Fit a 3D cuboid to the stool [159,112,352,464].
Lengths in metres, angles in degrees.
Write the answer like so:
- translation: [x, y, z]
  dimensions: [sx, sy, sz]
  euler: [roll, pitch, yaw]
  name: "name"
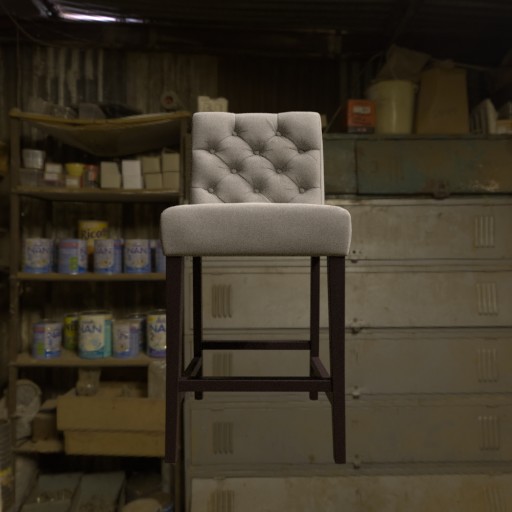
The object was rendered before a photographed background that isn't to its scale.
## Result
- translation: [0.000, 0.000, 1.388]
  dimensions: [0.493, 1.040, 0.601]
  euler: [0, 1, 0]
  name: "stool"
